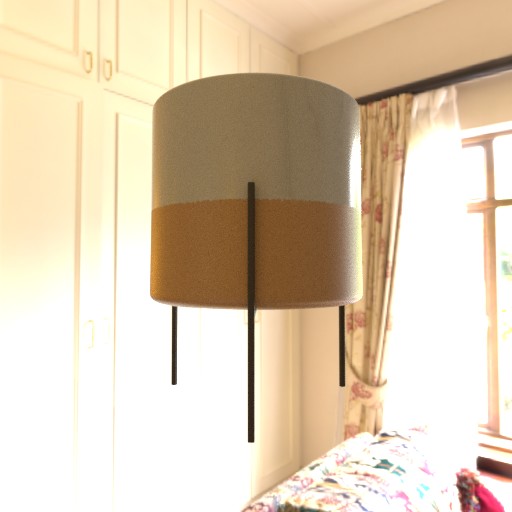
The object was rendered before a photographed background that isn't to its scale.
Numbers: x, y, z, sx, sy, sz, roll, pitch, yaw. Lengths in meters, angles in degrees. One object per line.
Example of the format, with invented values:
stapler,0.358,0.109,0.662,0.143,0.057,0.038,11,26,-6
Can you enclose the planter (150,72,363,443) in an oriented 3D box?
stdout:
planter,0.000,0.000,0.742,0.348,0.480,0.360,0,-2,2
